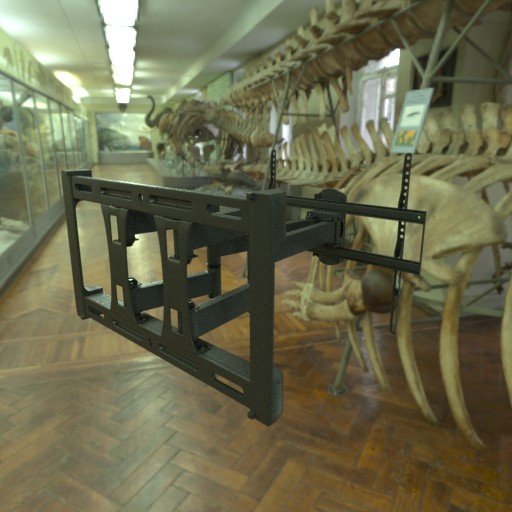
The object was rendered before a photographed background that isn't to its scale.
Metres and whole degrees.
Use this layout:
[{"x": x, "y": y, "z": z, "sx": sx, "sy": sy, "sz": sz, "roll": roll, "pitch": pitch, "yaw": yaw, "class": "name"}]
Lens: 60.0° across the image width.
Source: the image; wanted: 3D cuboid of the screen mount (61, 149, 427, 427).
[{"x": 0.000, "y": 0.000, "z": 0.943, "sx": 0.571, "sy": 0.424, "sz": 0.556, "roll": 14, "pitch": 20, "yaw": 42, "class": "screen mount"}]
